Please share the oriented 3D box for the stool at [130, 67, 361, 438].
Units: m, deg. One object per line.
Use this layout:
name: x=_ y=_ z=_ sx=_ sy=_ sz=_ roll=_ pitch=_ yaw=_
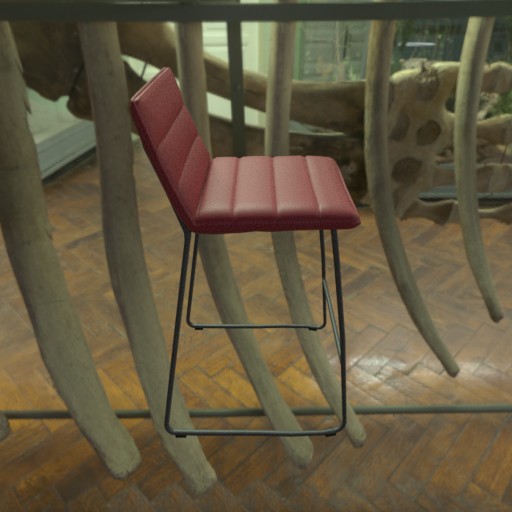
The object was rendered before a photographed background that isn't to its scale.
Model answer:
stool: x=0.000 y=0.000 z=1.239 sx=0.524 sy=0.937 sz=0.489 roll=0 pitch=32 yaw=0
